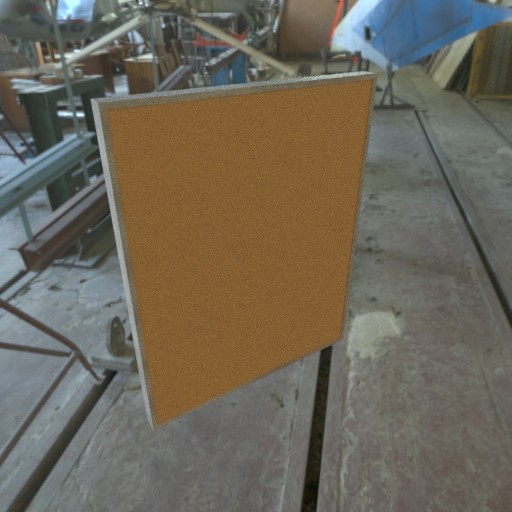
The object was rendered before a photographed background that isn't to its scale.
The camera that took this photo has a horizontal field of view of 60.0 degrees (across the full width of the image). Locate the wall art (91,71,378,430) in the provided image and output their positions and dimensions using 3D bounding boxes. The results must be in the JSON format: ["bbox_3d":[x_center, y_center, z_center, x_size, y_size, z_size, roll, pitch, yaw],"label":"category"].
[{"bbox_3d":[0.000,0.000,0.713,0.421,0.521,0.032,-18,34,-28],"label":"wall art"}]
